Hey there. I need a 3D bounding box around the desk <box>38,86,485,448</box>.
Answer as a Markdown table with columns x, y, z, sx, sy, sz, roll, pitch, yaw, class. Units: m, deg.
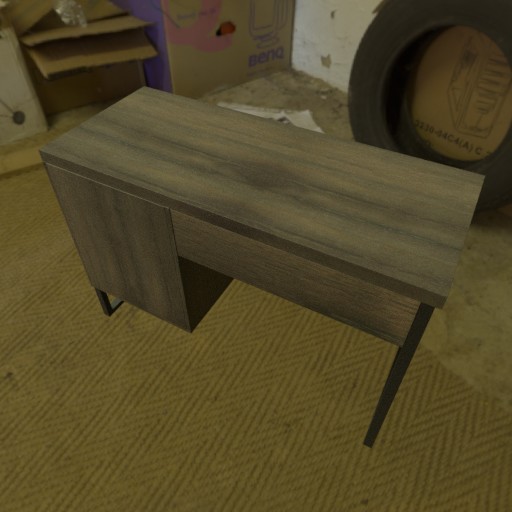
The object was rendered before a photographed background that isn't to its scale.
| x | y | z | sx | sy | sz | roll | pitch | yaw | class |
| --- | --- | --- | --- | --- | --- | --- | --- | --- | --- |
| 0.000 | 0.000 | 1.486 | 1.134 | 0.752 | 0.511 | 21 | 48 | 20 | desk |
